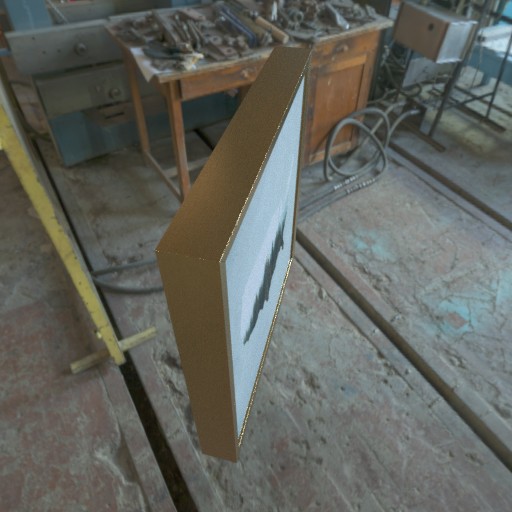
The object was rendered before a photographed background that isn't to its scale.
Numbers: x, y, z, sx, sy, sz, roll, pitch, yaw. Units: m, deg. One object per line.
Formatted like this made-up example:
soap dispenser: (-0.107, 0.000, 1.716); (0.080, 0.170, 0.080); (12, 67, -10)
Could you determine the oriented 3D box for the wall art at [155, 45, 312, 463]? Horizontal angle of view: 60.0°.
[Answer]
wall art: (0.000, 0.000, 0.456); (0.038, 0.304, 0.304); (11, 47, 10)
